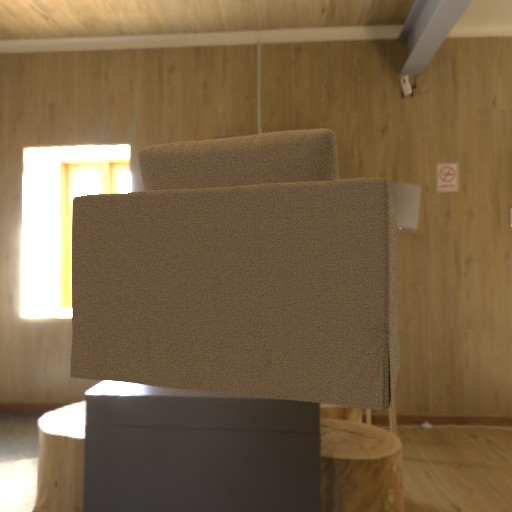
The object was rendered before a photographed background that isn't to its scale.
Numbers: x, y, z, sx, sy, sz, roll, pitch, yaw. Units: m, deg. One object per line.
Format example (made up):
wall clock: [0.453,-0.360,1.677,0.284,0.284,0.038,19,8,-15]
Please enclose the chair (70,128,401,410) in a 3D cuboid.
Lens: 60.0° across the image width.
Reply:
chair: [0.000,0.000,1.869,1.150,0.878,0.957,0,-1,19]
